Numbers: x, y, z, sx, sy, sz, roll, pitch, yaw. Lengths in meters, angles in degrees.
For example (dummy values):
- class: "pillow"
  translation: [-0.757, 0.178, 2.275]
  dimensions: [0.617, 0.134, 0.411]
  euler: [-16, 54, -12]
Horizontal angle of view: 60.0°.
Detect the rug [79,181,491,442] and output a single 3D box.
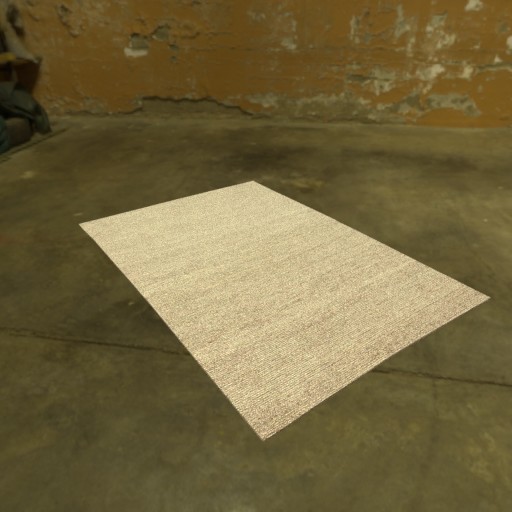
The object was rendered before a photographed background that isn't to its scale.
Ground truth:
- class: "rug"
  translation: [0.000, 0.000, 2.910]
  dimensions: [1.609, 0.030, 2.342]
  euler: [-20, 35, -30]
